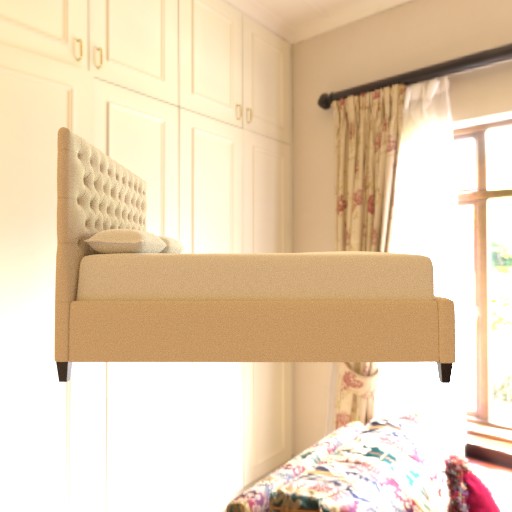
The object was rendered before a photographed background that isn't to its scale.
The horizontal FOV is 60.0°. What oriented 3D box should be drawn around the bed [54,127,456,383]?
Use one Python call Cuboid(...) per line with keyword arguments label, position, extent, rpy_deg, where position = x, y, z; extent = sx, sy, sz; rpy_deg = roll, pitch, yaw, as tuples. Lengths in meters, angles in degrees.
Cuboid(label="bed", position=(0.000, 0.000, 3.283), extent=(2.233, 1.426, 1.696), rpy_deg=(0, -1, 1))
